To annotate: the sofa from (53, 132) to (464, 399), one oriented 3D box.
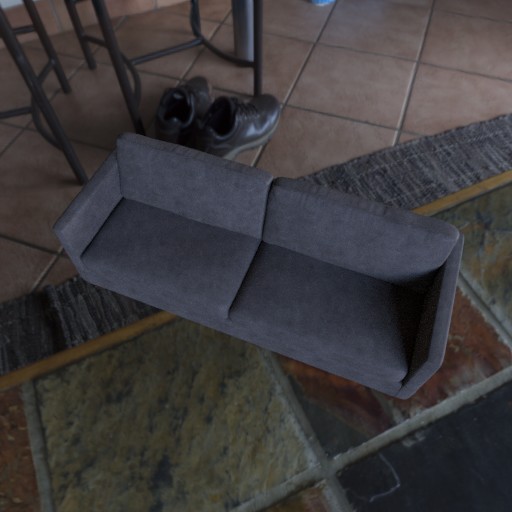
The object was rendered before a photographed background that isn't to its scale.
[{"bbox_3d":[0.000,0.000,2.972,2.434,0.965,0.951,18,59,12],"label":"sofa"}]
